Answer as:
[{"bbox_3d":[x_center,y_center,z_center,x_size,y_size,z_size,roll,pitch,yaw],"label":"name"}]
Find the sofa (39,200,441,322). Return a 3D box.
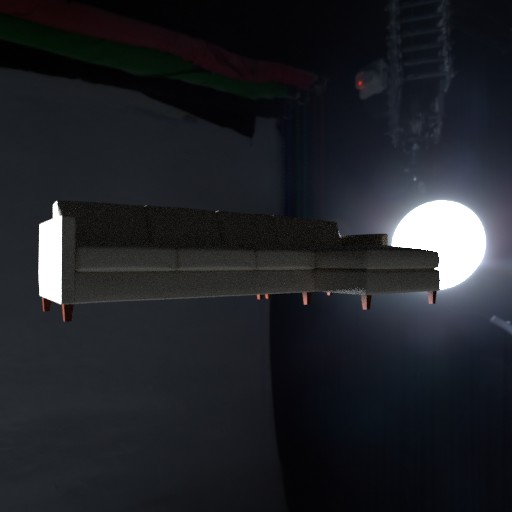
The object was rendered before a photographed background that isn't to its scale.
[{"bbox_3d":[0.000,0.000,4.137,3.471,0.954,1.603,1,-1,-35],"label":"sofa"}]
